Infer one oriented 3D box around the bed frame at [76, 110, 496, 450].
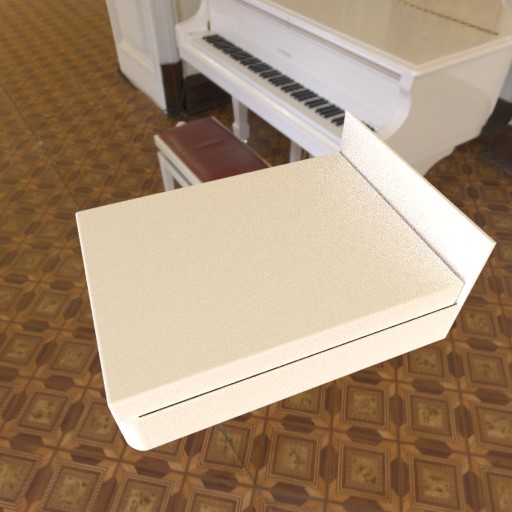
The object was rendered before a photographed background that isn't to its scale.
[{"bbox_3d":[0.000,0.000,2.600,1.900,0.800,1.400,-16,48,-15],"label":"bed frame"}]
